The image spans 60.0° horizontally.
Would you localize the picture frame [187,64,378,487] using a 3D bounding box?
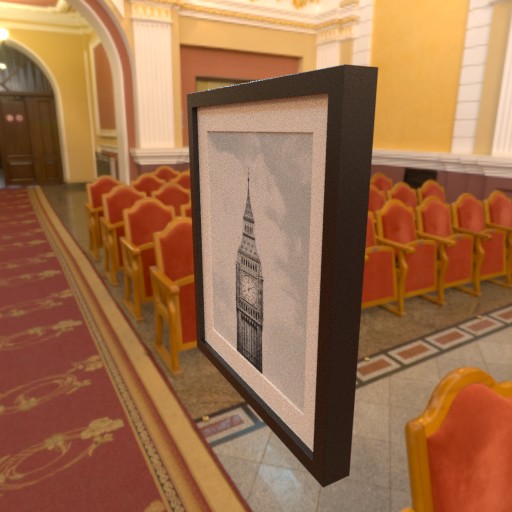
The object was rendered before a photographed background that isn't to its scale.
[{"bbox_3d":[0.000,0.000,0.521,0.034,0.378,0.328,-9,18,-28],"label":"picture frame"}]
